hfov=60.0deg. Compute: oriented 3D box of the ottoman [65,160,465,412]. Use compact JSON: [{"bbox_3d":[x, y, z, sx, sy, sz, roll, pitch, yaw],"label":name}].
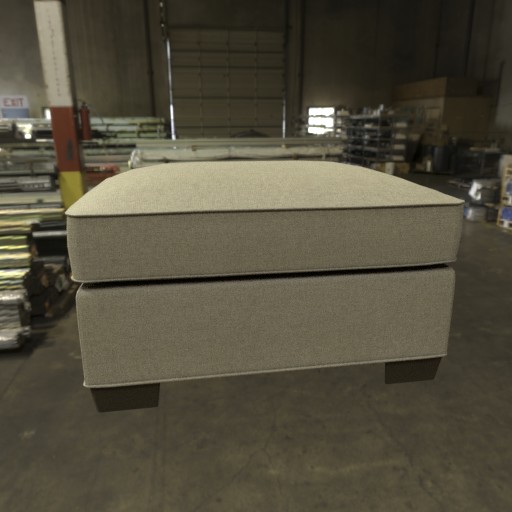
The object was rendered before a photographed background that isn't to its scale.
[{"bbox_3d":[0.000,0.000,1.231,0.843,0.504,0.619,-3,17,-9],"label":"ottoman"}]
